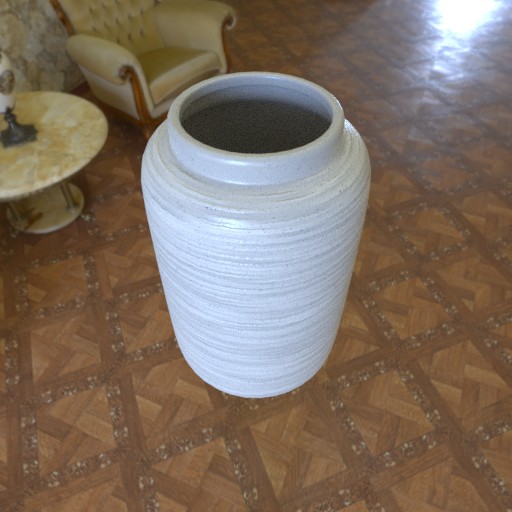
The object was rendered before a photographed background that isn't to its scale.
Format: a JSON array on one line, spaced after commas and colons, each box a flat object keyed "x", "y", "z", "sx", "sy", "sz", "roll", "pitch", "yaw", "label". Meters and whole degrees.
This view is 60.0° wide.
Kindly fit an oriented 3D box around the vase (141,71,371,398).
[{"x": 0.000, "y": 0.000, "z": 0.469, "sx": 0.202, "sy": 0.335, "sz": 0.202, "roll": 0, "pitch": 47, "yaw": 0, "label": "vase"}]
